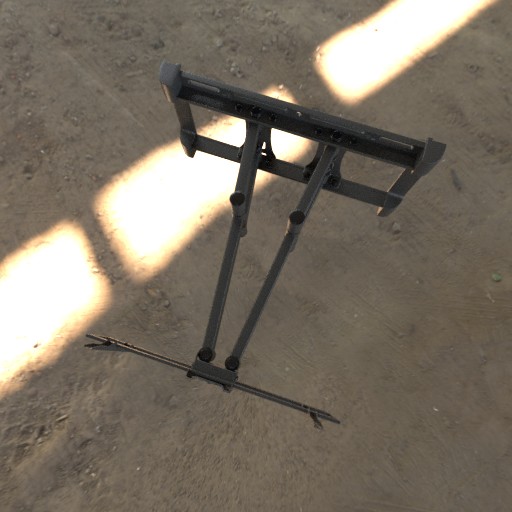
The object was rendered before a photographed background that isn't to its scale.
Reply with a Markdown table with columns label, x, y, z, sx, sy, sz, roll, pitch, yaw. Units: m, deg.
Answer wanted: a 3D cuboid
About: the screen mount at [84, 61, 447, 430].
| label | x | y | z | sx | sy | sz | roll | pitch | yaw |
| --- | --- | --- | --- | --- | --- | --- | --- | --- | --- |
| screen mount | 0.000 | 0.000 | 0.958 | 0.571 | 0.424 | 0.556 | 18 | 77 | 4 |
